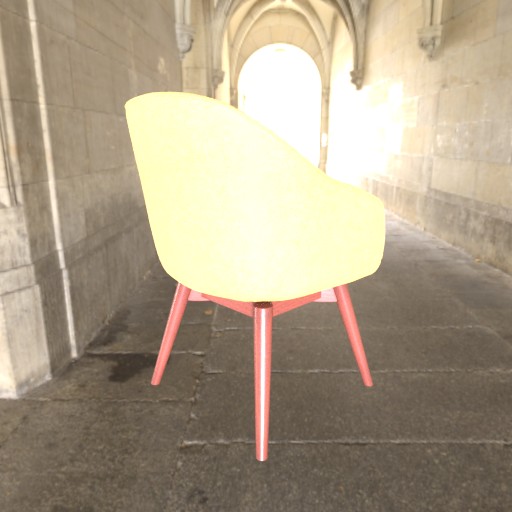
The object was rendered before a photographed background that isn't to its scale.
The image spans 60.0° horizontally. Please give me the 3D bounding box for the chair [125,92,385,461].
[{"bbox_3d":[0.000,0.000,1.244,0.635,0.823,0.596,-14,20,-43],"label":"chair"}]
